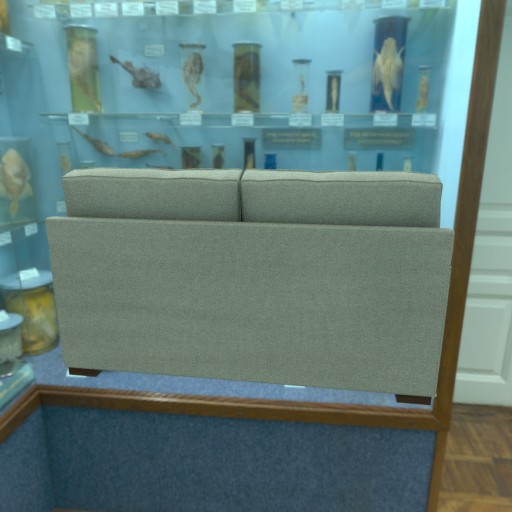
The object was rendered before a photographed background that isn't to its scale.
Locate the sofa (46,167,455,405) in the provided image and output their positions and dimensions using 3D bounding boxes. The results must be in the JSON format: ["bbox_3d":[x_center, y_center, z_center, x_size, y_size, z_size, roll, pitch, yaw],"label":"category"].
[{"bbox_3d":[0.000,0.000,2.074,1.484,0.853,0.940,2,16,8],"label":"sofa"}]
